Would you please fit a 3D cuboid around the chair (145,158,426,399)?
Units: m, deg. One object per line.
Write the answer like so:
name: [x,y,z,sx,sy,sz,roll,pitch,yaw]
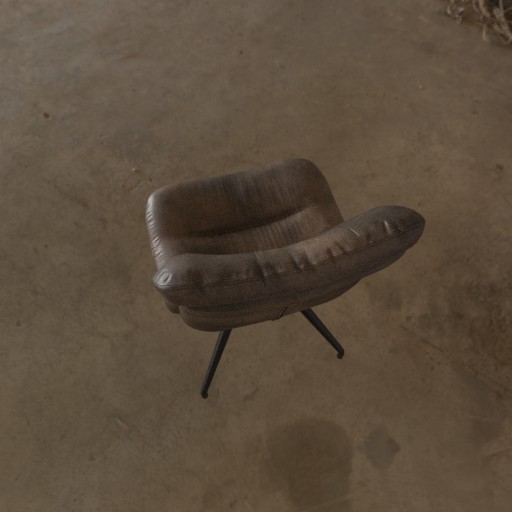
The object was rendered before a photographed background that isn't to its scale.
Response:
chair: [0.000,0.000,1.238,0.549,0.870,0.622,-14,59,-8]
